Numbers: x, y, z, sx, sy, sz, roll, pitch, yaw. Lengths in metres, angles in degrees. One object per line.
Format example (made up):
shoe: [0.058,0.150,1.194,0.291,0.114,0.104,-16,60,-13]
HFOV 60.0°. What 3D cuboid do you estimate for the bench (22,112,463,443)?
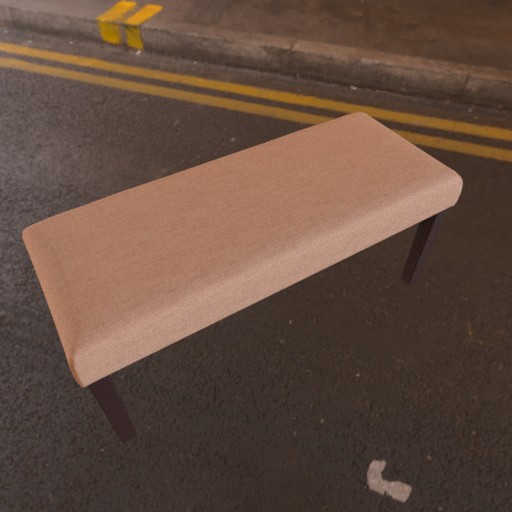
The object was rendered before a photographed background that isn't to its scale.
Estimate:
bench: [0.000,0.000,1.198,1.013,0.456,0.407,-24,51,-21]
